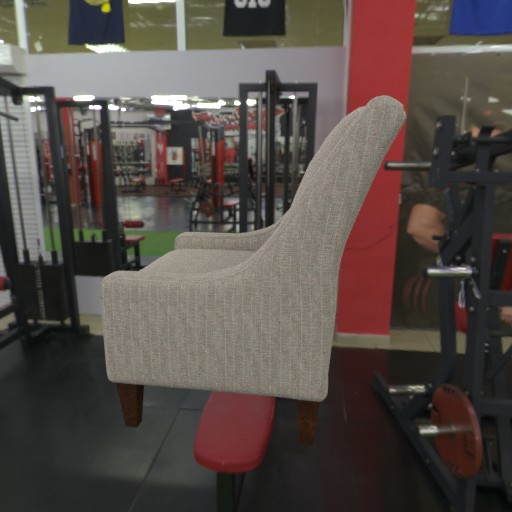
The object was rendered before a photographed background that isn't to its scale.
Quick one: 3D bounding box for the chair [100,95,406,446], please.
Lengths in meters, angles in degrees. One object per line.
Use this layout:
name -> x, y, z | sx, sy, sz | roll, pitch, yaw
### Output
chair -> 0.000, 0.000, 1.610 | 0.870, 1.014, 0.774 | 2, 14, 9
